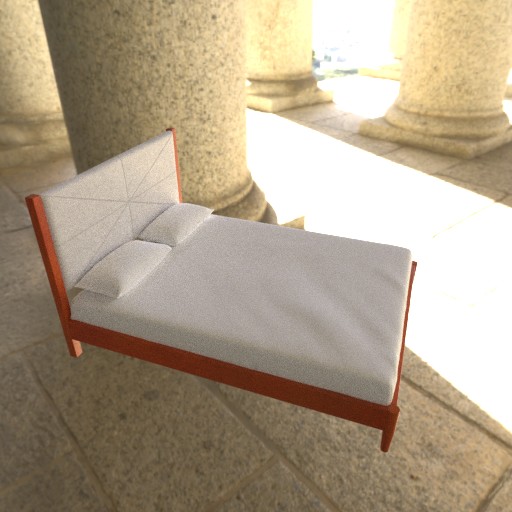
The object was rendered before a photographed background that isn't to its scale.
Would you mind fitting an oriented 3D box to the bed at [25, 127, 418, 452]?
[{"bbox_3d":[0.000,0.000,3.019,2.117,1.165,1.566,11,33,18],"label":"bed"}]
